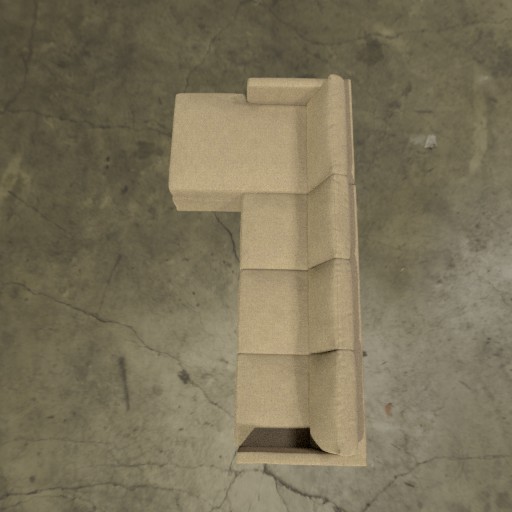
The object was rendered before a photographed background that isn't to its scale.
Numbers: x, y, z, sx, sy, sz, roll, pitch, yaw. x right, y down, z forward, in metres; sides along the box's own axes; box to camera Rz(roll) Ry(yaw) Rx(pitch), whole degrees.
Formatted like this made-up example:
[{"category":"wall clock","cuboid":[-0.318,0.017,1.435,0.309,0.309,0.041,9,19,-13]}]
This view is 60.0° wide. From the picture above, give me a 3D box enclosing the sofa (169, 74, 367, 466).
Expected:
[{"category":"sofa","cuboid":[0.000,0.000,3.794,1.638,0.920,3.198,1,75,0]}]
